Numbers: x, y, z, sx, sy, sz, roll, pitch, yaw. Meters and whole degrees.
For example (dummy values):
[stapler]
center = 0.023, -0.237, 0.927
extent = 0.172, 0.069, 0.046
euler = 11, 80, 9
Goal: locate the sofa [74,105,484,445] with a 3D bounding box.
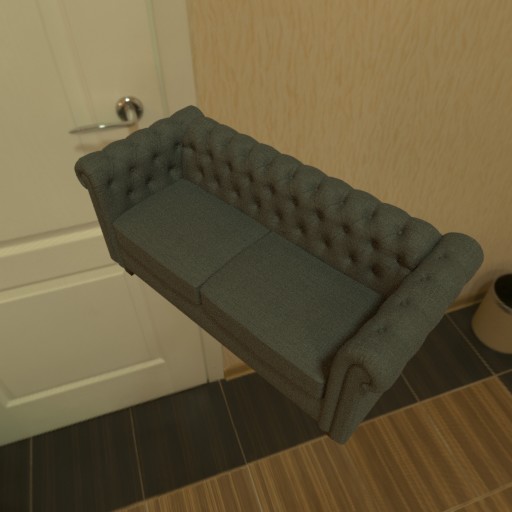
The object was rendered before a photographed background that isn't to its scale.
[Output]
[sofa]
center = 0.000, 0.000, 2.230
extent = 1.798, 0.797, 0.783
euler = 33, 54, 28
